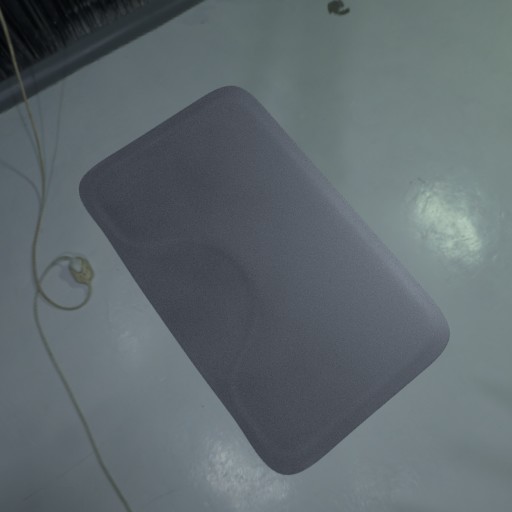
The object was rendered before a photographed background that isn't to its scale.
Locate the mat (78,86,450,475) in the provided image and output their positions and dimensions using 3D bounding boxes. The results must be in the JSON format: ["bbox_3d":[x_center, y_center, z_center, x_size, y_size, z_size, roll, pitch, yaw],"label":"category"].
[{"bbox_3d":[0.000,0.000,1.841,0.918,0.013,1.524,-36,77,-9],"label":"mat"}]
